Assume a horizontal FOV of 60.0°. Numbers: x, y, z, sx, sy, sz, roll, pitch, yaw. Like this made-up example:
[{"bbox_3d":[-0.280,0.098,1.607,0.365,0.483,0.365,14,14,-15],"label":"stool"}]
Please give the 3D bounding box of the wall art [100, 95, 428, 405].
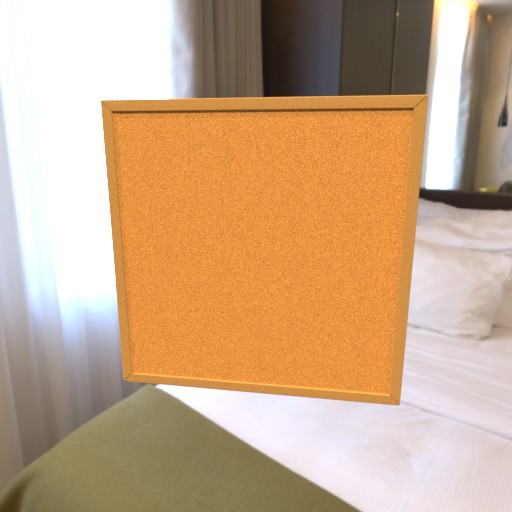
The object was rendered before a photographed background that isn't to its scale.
[{"bbox_3d":[0.000,0.000,1.131,0.761,0.761,0.037,2,15,9],"label":"wall art"}]
